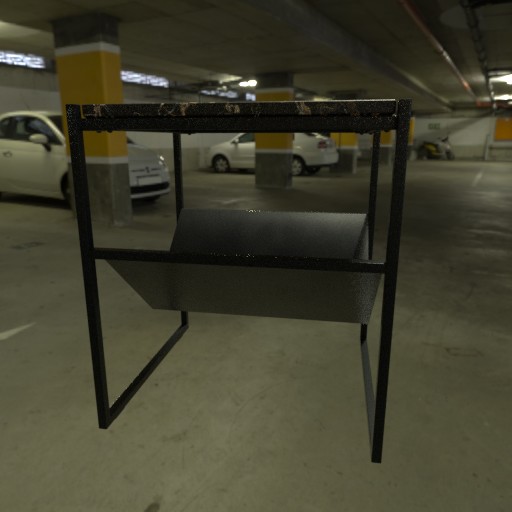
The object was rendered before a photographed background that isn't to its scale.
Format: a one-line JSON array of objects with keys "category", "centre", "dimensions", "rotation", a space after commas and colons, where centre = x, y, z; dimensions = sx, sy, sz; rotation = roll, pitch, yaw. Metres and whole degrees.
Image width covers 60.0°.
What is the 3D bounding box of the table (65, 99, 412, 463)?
[{"category": "table", "centre": [0.000, 0.000, 0.857], "dimensions": [0.469, 0.534, 0.432], "rotation": [3, 15, 10]}]
